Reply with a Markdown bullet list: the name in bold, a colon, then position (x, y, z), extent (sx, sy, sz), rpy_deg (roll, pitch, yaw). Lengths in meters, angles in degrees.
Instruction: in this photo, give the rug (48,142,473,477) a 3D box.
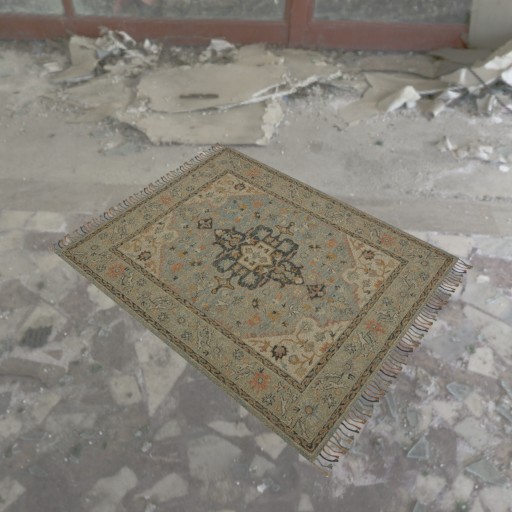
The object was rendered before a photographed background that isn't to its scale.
- **rug**: position (0.000, 0.000, 3.418), extent (2.651, 0.010, 1.971), rpy_deg (31, 54, 26)
